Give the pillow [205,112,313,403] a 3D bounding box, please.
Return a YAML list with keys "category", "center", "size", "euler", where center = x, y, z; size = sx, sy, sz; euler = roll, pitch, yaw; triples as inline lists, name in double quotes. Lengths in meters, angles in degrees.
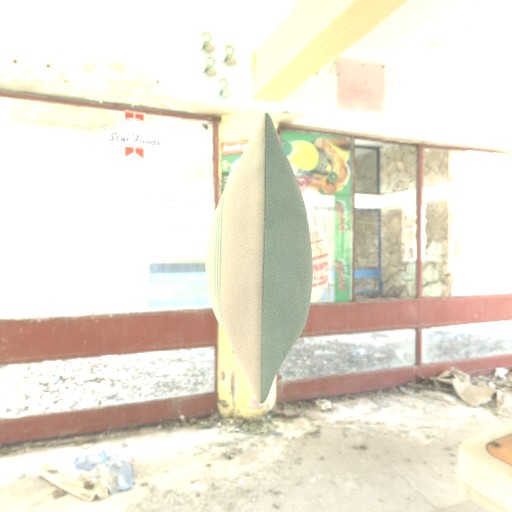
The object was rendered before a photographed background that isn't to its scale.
- category: "pillow"
  center: [0.000, 0.000, 0.724]
  size: [0.151, 0.287, 0.610]
  euler: [0, 0, -1]
